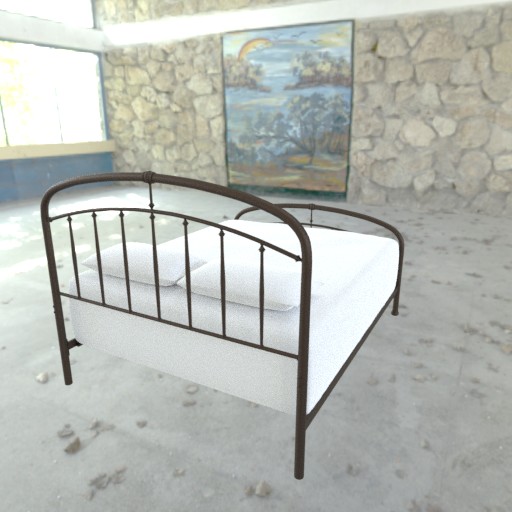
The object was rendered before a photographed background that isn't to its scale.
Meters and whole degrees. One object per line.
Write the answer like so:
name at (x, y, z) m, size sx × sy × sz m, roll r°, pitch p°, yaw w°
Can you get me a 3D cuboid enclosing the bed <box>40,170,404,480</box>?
bed at (0.000, 0.000, 3.214) m, size 1.711 × 1.425 × 2.180 m, roll 9°, pitch 19°, yaw 27°
